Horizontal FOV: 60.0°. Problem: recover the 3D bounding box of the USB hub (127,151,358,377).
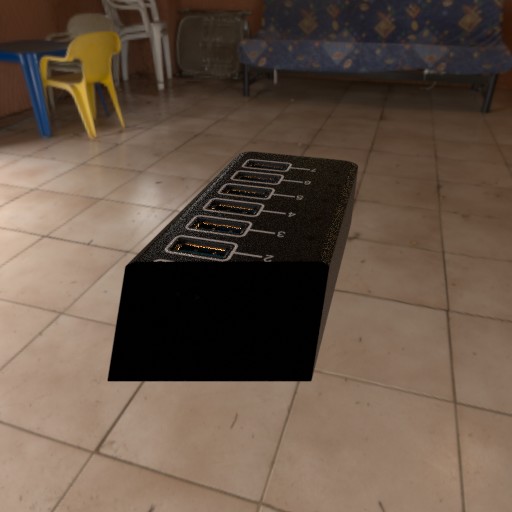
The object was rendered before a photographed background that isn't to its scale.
[{"bbox_3d":[0.000,0.000,0.124,0.044,0.023,0.110,9,33,14],"label":"USB hub"}]
